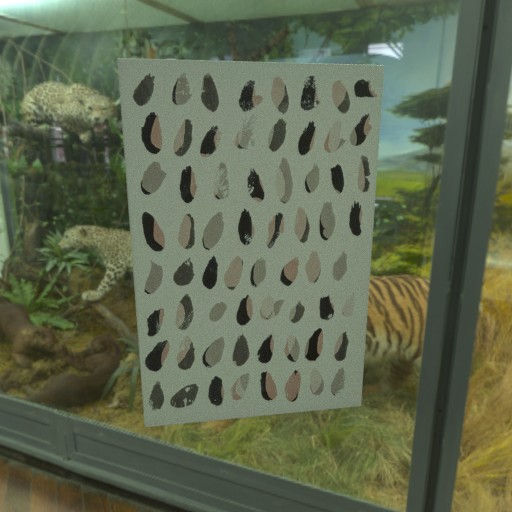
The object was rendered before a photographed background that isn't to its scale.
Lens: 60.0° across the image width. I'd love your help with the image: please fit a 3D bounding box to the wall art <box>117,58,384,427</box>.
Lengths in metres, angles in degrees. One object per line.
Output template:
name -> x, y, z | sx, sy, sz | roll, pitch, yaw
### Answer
wall art -> 0.000, 0.000, 0.753 | 0.405, 0.608, 0.025 | -2, 15, -9
